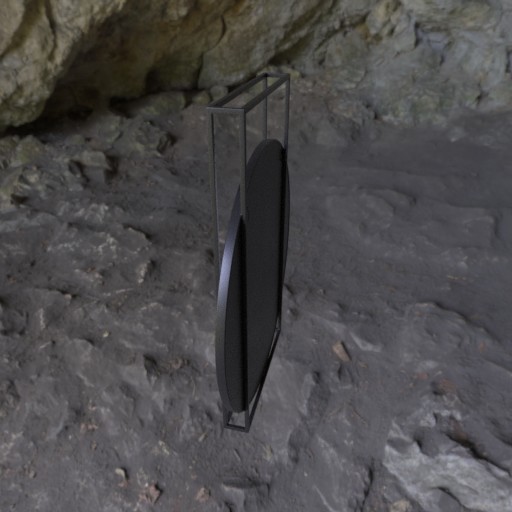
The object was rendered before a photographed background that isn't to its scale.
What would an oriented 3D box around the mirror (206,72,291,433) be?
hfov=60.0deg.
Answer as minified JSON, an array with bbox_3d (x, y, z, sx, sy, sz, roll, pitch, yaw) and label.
[{"bbox_3d":[0.000,0.000,0.836,0.051,0.603,0.508,7,31,12],"label":"mirror"}]
